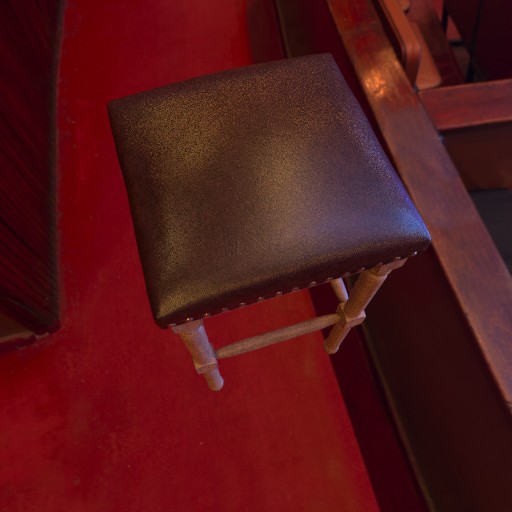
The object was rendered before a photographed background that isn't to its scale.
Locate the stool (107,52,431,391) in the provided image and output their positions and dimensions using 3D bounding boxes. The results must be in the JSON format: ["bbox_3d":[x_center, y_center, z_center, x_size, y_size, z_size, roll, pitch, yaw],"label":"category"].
[{"bbox_3d":[0.000,0.000,0.914,0.383,0.702,0.382,-16,65,-7],"label":"stool"}]
